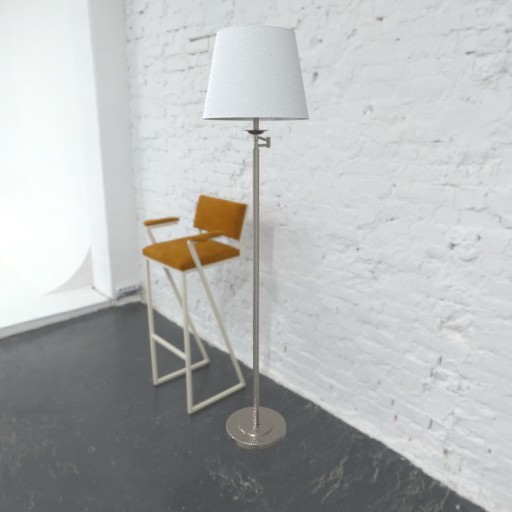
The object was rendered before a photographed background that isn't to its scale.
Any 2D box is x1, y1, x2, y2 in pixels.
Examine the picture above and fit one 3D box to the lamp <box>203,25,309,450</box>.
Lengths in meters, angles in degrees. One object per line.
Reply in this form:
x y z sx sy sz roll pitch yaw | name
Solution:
0.000 0.000 1.615 0.355 1.473 0.355 0 16 0 | lamp
